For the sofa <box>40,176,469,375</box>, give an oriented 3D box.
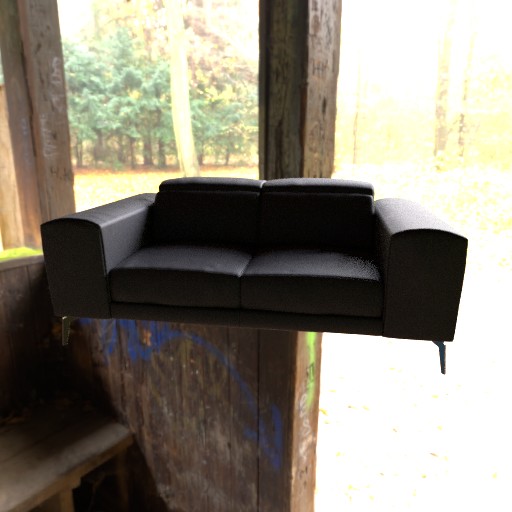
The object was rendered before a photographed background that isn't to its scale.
[{"bbox_3d":[0.000,0.000,2.415,1.895,0.779,1.003,2,15,9],"label":"sofa"}]
